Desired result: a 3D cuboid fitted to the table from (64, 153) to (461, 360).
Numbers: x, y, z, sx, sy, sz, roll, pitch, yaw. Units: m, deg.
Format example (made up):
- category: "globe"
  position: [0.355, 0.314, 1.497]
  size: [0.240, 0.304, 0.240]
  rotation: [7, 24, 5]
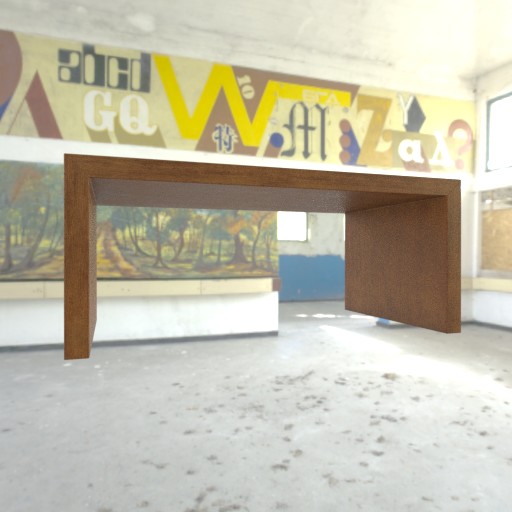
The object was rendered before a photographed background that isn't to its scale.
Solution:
- category: "table"
  position: [0.000, 0.000, 1.313]
  size: [1.000, 0.419, 0.549]
  rotation: [0, 0, -18]
